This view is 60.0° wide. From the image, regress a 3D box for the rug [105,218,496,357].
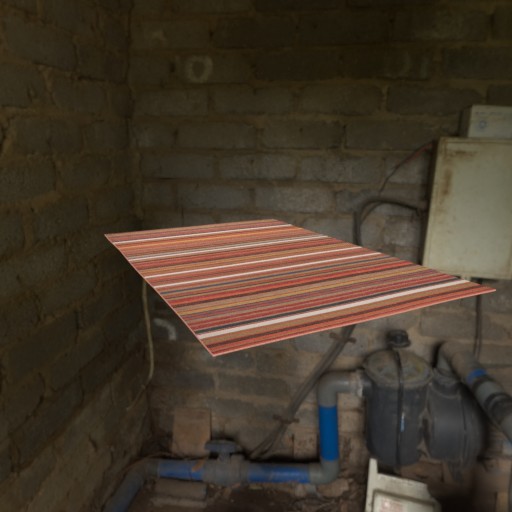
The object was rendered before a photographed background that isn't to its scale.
[{"bbox_3d":[0.000,0.000,2.285,1.217,0.007,1.828,-8,17,-26],"label":"rug"}]
